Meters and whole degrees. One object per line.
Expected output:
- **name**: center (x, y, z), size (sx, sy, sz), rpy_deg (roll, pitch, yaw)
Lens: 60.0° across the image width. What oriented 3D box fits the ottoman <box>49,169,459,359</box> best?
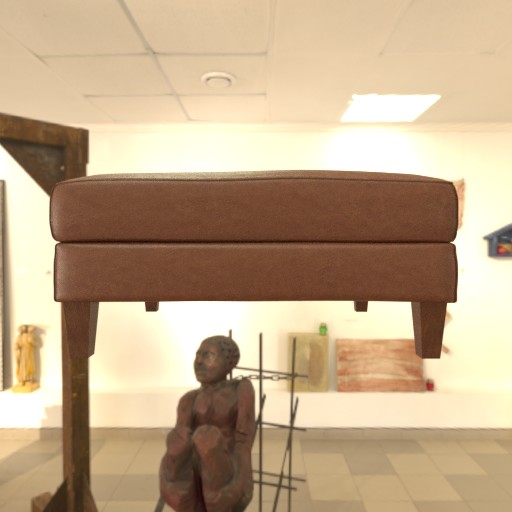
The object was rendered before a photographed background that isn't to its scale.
- **ottoman**: center (0.000, 0.000, 1.448), size (0.987, 0.472, 0.836), rpy_deg (0, 2, 0)
